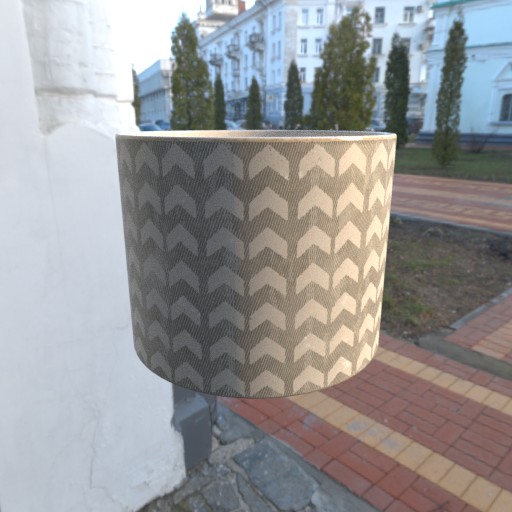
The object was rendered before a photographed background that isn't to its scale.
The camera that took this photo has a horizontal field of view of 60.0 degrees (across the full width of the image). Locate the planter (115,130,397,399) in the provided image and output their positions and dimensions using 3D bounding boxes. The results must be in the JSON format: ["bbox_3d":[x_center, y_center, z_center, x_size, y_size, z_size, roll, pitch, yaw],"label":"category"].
[{"bbox_3d":[0.000,0.000,0.338,0.190,0.181,0.190,0,17,0],"label":"planter"}]
